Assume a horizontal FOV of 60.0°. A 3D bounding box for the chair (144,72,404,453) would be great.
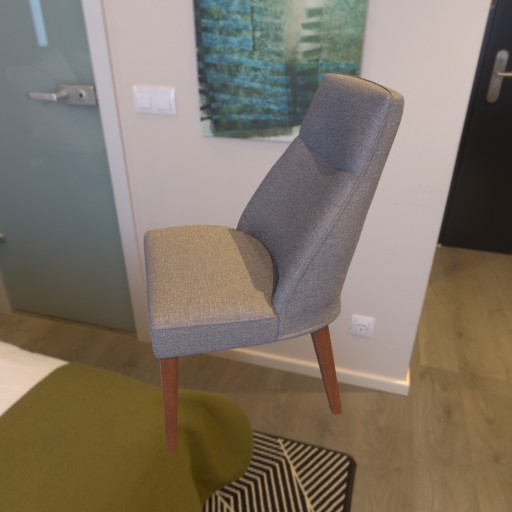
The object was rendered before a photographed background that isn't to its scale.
[{"bbox_3d":[0.000,0.000,1.259,0.620,0.930,0.500,-7,30,-12],"label":"chair"}]
